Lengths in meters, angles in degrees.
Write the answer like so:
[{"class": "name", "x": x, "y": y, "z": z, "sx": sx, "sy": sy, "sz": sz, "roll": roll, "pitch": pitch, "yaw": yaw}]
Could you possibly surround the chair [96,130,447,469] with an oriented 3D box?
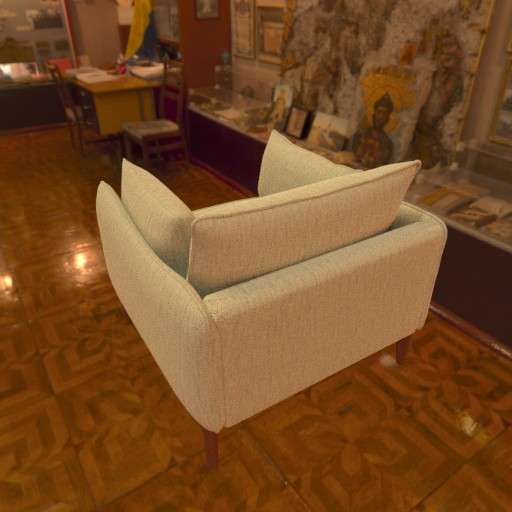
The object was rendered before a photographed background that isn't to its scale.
[{"class": "chair", "x": 0.000, "y": 0.000, "z": 1.727, "sx": 0.994, "sy": 0.855, "sz": 0.991, "roll": -18, "pitch": 36, "yaw": -27}]
